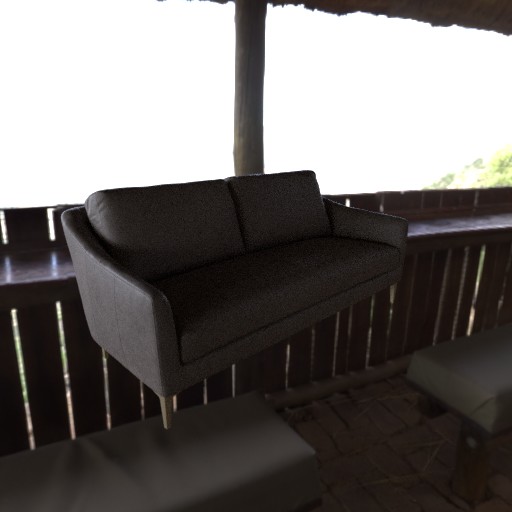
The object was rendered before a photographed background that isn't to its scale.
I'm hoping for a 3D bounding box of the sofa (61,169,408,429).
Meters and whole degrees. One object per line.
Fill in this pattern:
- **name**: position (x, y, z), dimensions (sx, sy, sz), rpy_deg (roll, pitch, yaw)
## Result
- **sofa**: position (0.000, 0.000, 2.627), dimensions (0.960, 0.902, 2.036), rpy_deg (14, 21, 42)
